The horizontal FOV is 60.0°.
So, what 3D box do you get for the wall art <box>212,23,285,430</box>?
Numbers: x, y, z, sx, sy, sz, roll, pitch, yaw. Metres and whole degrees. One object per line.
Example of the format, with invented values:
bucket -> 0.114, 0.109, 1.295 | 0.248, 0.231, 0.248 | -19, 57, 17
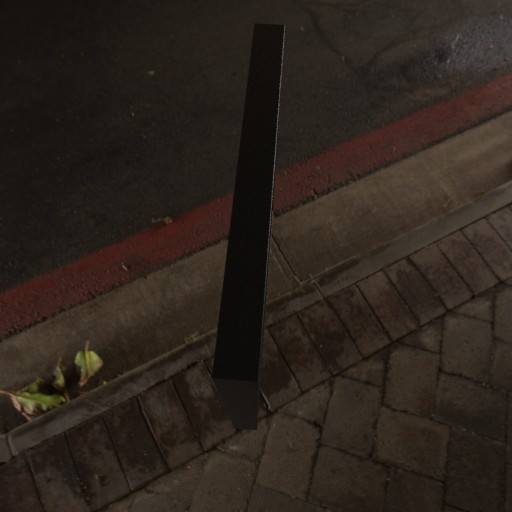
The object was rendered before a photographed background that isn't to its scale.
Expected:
wall art -> 0.000, 0.000, 0.484 | 0.029, 0.318, 0.327 | 4, 64, 2
